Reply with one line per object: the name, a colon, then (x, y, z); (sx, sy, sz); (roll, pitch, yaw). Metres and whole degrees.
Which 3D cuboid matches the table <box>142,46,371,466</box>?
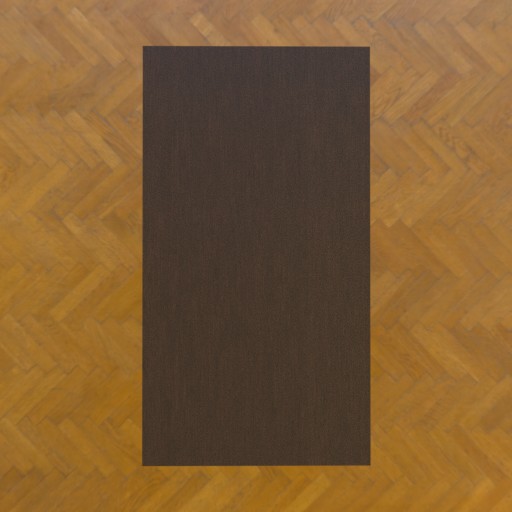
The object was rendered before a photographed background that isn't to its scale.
table: (0.000, 0.000, 1.373); (0.597, 0.424, 1.099); (0, 90, 0)
